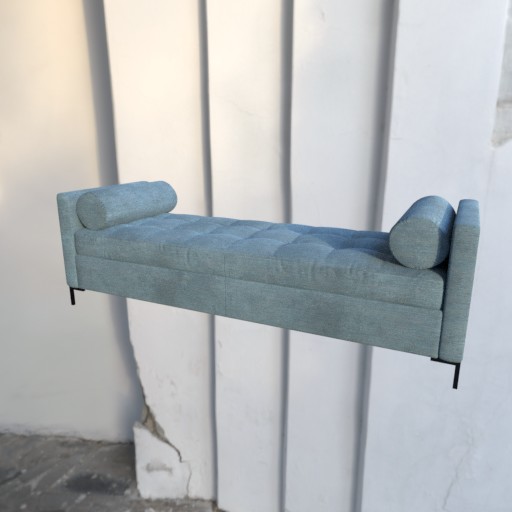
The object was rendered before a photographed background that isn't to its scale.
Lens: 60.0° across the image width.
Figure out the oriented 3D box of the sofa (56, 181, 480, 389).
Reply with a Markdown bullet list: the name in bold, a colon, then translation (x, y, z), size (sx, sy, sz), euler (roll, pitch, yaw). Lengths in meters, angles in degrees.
- **sofa**: translation (0.000, 0.000, 2.256), size (1.981, 0.635, 0.686), euler (7, 17, 24)
